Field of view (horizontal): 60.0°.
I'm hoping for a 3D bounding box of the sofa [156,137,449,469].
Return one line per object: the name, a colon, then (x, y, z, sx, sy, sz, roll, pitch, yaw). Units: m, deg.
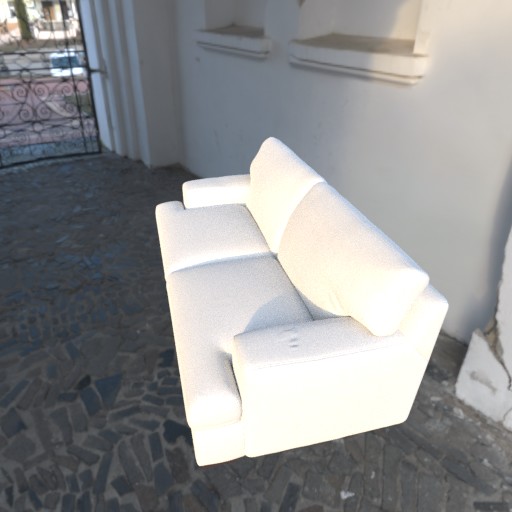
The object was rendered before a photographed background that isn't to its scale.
sofa: (0.000, 0.000, 2.788, 1.143, 0.940, 2.261, -7, 31, -13)
